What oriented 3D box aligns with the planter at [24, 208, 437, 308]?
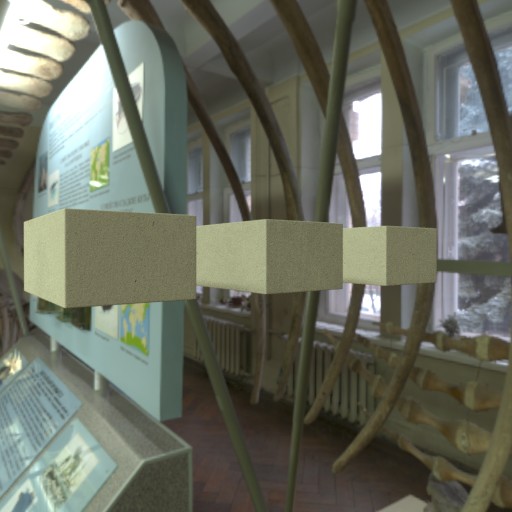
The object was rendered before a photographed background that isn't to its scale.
[{"bbox_3d":[0.000,0.000,0.375,0.333,0.051,0.127,0,1,-36],"label":"planter"}]
